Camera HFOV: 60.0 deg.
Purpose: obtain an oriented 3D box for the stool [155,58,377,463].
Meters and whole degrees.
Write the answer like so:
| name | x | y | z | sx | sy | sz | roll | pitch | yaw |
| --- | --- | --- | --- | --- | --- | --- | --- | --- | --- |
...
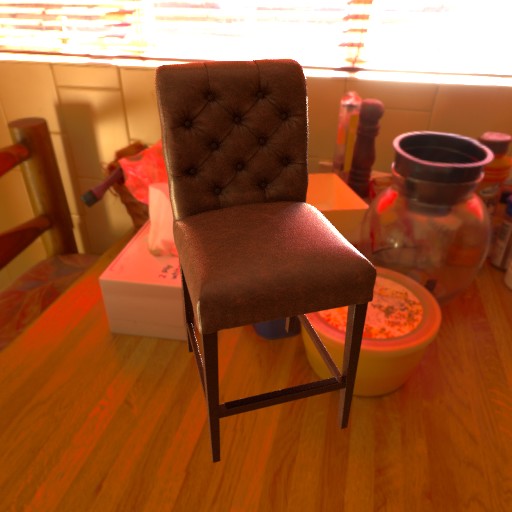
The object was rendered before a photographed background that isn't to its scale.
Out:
| name | x | y | z | sx | sy | sz | roll | pitch | yaw |
| --- | --- | --- | --- | --- | --- | --- | --- | --- | --- |
| stool | 0.000 | 0.000 | 1.422 | 0.486 | 1.084 | 0.660 | -9 | 33 | -14 |
